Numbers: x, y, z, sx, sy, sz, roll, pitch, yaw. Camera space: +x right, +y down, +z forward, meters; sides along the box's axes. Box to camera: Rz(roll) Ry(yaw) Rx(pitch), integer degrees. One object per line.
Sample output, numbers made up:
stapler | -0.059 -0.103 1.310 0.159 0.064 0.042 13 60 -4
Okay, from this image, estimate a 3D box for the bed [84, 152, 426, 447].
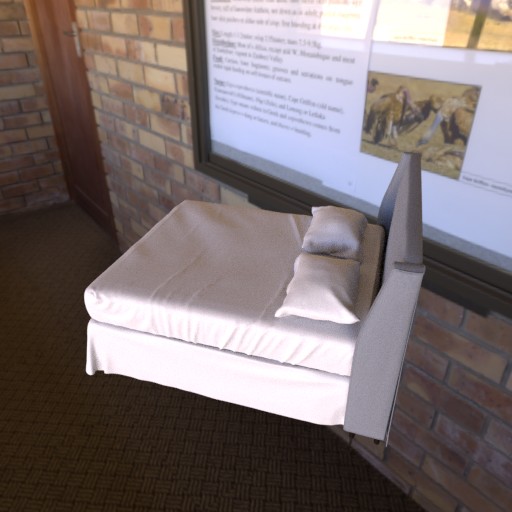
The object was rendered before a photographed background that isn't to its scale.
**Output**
bed | 0.000 0.000 3.467 2.276 1.332 1.925 9 32 15
